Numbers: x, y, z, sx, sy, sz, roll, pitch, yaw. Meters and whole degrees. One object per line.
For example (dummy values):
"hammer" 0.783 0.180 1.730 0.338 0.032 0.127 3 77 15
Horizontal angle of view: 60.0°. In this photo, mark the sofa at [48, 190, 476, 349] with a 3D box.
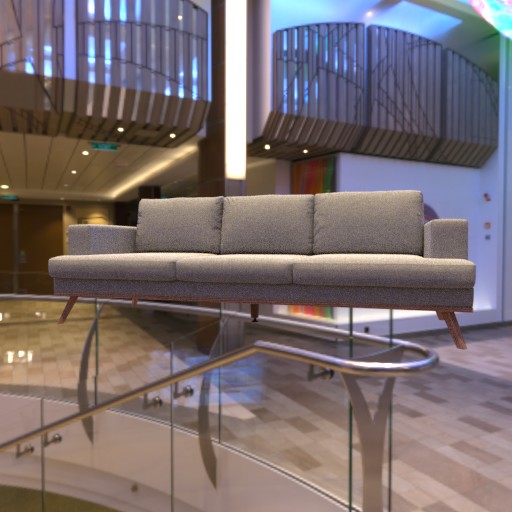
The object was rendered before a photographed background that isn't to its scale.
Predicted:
"sofa" 0.000 0.000 2.714 2.310 0.810 0.920 0 2 17
